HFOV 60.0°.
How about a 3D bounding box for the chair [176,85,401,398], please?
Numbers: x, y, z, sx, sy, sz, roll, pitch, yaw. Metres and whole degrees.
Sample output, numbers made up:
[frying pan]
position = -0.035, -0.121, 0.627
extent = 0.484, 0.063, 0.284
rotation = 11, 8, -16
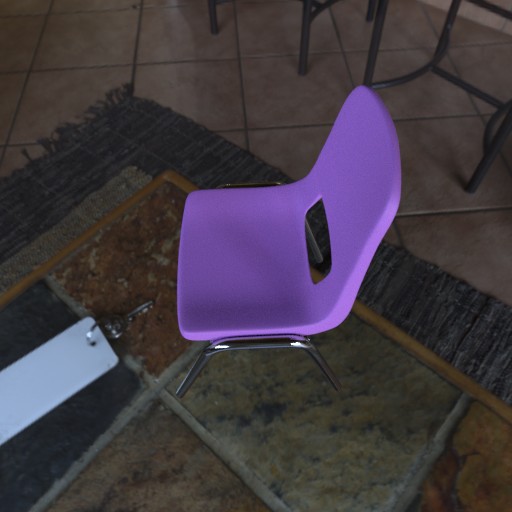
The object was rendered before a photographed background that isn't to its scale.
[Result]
[chair]
position = 0.000, 0.000, 0.672
extent = 0.301, 0.493, 0.291
rotation = -2, 58, -1
